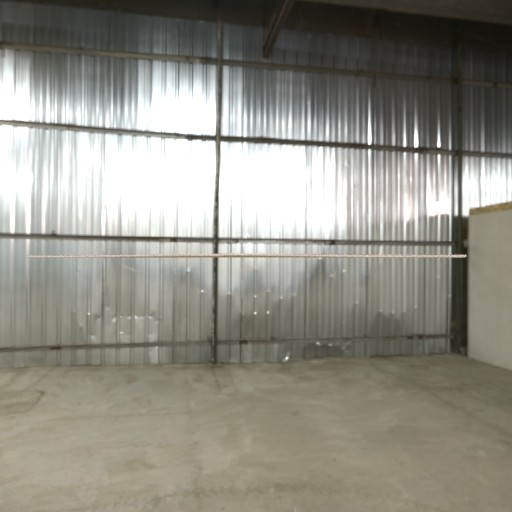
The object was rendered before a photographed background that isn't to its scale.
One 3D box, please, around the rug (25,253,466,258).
[{"bbox_3d":[0.000,0.000,2.237,1.792,0.021,1.154,0,0,18],"label":"rug"}]
